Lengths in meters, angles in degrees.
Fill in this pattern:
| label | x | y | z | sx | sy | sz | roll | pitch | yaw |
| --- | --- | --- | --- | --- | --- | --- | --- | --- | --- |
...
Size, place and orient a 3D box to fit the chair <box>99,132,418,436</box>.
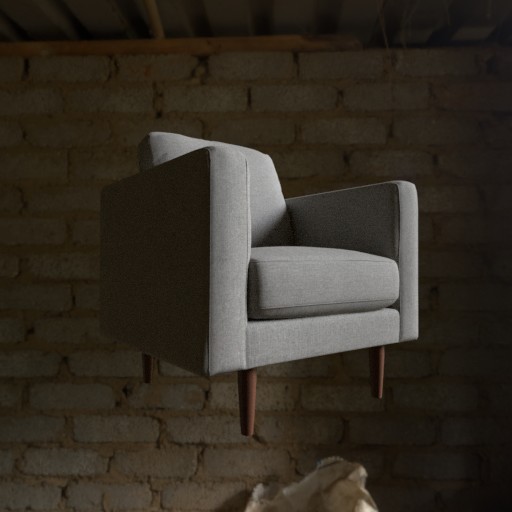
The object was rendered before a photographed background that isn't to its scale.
| label | x | y | z | sx | sy | sz | roll | pitch | yaw |
| --- | --- | --- | --- | --- | --- | --- | --- | --- | --- |
| chair | 0.000 | 0.000 | 1.550 | 0.855 | 0.927 | 0.800 | 1 | -1 | -37 |
